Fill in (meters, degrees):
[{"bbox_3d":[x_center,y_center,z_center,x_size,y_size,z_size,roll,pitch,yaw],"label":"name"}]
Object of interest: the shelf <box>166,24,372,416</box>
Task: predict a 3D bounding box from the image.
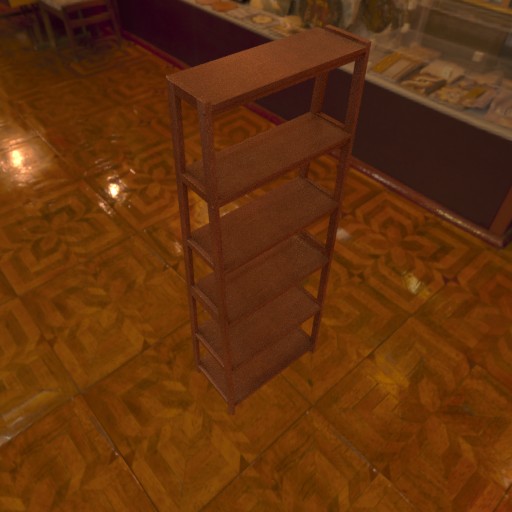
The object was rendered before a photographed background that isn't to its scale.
[{"bbox_3d":[0.000,0.000,2.078,0.660,1.892,0.382,-31,54,-26],"label":"shelf"}]
